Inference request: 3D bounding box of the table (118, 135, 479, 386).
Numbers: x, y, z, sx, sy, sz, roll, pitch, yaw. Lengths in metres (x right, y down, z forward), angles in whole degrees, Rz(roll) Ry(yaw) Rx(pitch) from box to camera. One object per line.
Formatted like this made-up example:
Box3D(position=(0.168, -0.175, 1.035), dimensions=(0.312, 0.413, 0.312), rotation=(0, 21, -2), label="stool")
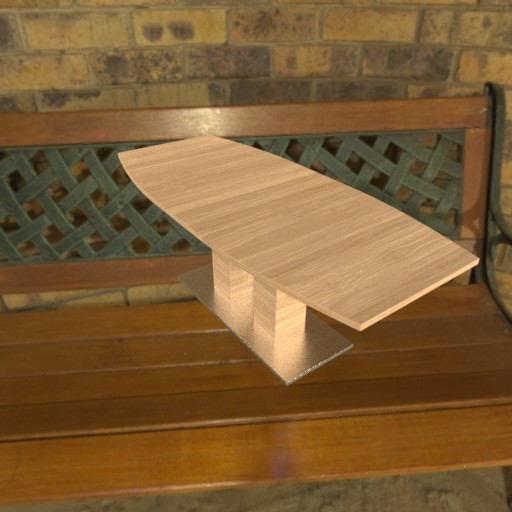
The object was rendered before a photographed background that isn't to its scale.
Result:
Box3D(position=(0.000, 0.000, 2.448), dimensions=(0.900, 0.750, 2.032), rotation=(-21, 37, -30), label="table")
